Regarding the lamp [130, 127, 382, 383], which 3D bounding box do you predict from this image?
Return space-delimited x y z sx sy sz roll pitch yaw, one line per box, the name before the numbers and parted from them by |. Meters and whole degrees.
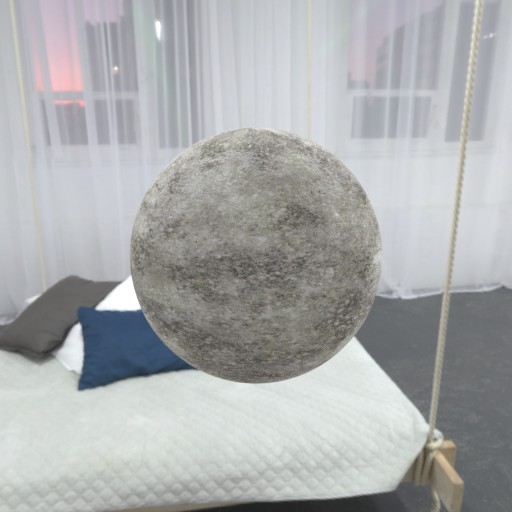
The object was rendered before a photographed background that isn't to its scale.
lamp | 0.000 0.000 0.770 0.422 0.429 0.422 0 15 0
